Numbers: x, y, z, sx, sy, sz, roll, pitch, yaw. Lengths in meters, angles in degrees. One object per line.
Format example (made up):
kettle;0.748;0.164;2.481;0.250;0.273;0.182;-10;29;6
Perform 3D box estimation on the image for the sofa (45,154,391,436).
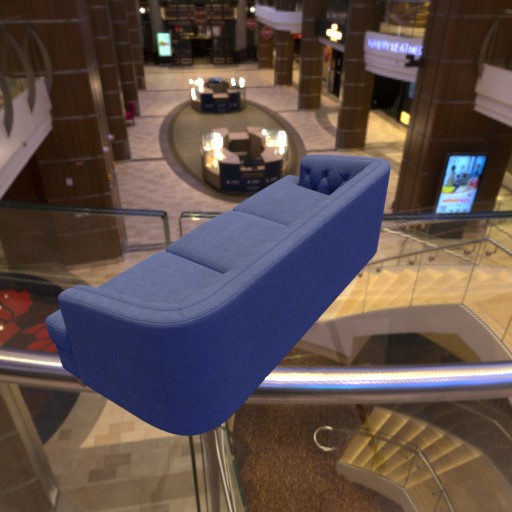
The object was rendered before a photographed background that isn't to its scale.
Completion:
sofa;0.000;0.000;2.672;0.914;0.787;2.235;20;37;29
